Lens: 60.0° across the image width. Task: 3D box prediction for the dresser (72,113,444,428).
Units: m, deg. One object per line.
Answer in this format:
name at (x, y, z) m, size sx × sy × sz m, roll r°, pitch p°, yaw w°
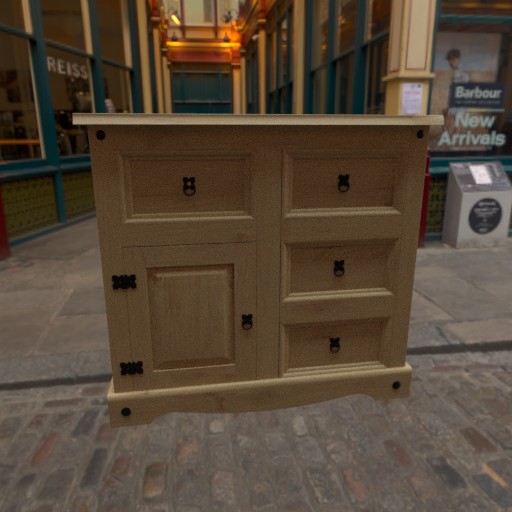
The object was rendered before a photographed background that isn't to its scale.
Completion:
dresser at (0.000, 0.000, 1.392) m, size 0.915 × 0.835 × 0.440 m, roll -3°, pitch 16°, yaw -9°
